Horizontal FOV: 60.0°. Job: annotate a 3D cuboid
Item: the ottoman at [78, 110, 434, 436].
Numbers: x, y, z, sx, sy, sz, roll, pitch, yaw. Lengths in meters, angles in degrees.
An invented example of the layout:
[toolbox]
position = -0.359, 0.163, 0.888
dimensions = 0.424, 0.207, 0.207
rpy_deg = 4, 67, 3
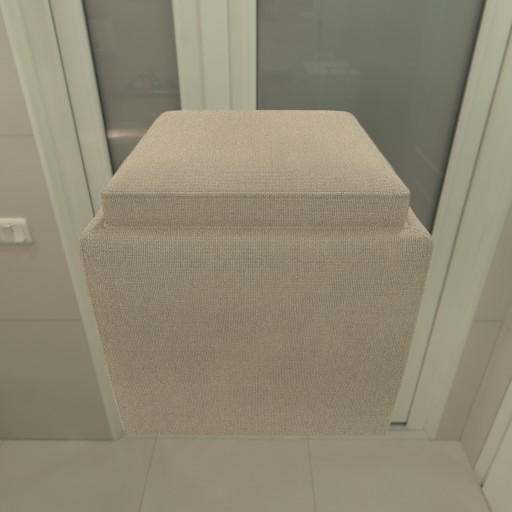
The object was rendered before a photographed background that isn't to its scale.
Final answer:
[ottoman]
position = 0.000, 0.000, 0.799
dimensions = 0.450, 0.460, 0.451
rpy_deg = 0, 31, 0
